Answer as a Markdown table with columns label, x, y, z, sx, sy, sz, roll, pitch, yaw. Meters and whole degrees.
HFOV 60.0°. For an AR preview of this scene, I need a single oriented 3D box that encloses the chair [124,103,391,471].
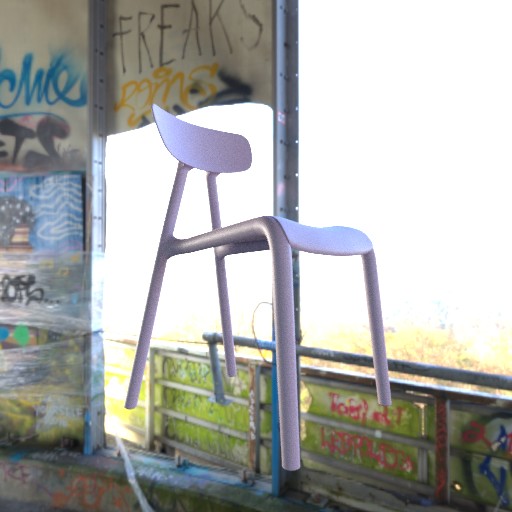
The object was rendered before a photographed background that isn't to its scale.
| label | x | y | z | sx | sy | sz | roll | pitch | yaw |
| --- | --- | --- | --- | --- | --- | --- | --- | --- | --- |
| chair | 0.000 | 0.000 | 0.849 | 0.401 | 0.580 | 0.356 | 0 | -1 | 38 |
